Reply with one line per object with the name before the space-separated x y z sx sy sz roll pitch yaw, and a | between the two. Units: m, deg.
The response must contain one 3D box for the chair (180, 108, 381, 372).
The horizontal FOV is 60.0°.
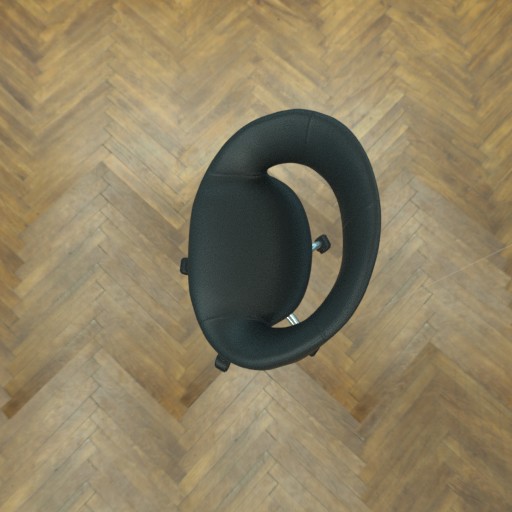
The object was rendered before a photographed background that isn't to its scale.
chair | 0.000 0.000 1.193 0.538 0.791 0.612 0 76 0
